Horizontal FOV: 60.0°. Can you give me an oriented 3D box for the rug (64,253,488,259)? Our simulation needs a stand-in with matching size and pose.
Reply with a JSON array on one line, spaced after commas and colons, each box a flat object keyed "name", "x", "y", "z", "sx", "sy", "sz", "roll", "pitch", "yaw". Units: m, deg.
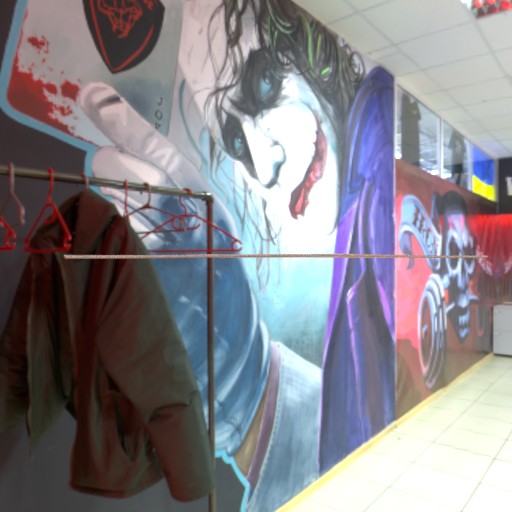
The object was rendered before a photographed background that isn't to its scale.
[{"name": "rug", "x": 0.000, "y": 0.000, "z": 4.284, "sx": 3.202, "sy": 0.045, "sz": 2.434, "roll": 0, "pitch": 0, "yaw": -18}]
